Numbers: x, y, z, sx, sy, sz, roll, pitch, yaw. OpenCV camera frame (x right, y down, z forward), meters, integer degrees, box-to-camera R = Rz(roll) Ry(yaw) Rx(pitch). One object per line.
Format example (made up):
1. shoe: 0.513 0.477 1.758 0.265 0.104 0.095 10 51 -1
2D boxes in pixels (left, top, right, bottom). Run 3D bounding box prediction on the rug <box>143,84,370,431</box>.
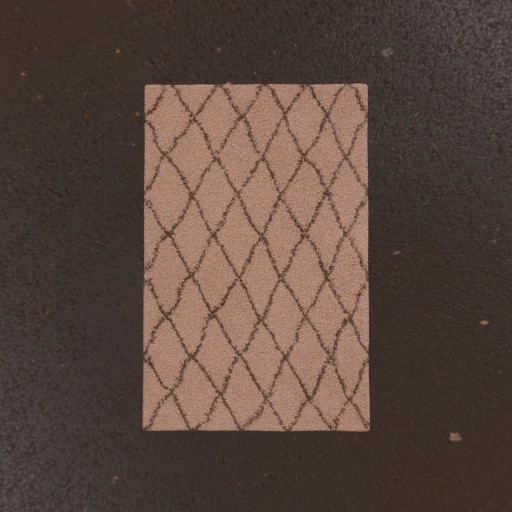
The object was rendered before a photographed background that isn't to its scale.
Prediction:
1. rug: 0.000 0.000 3.511 1.778 0.030 2.743 0 89 0
